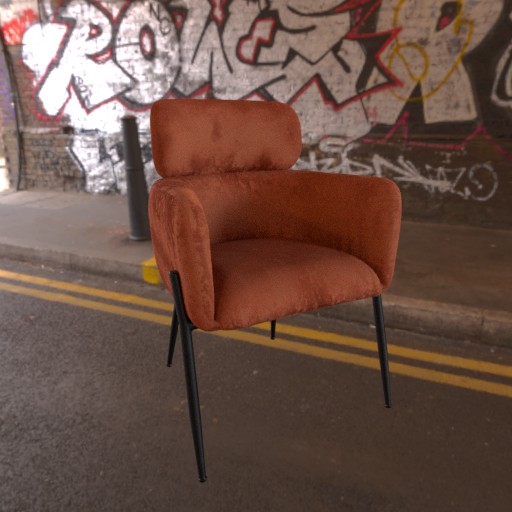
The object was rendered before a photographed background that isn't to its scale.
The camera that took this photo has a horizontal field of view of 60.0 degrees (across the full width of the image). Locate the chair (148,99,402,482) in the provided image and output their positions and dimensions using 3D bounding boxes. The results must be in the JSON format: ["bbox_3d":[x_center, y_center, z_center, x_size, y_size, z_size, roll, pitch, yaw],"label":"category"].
[{"bbox_3d":[0.000,0.000,1.137,0.561,0.772,0.523,-9,20,-27],"label":"chair"}]
